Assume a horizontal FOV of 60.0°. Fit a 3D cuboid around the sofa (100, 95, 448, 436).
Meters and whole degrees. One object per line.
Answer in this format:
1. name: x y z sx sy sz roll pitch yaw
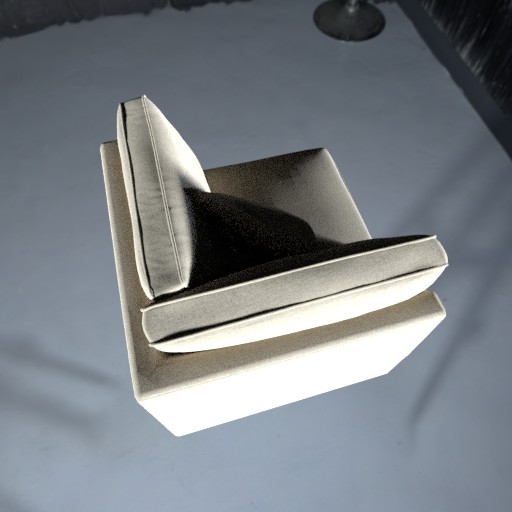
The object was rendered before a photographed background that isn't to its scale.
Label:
1. sofa: 0.000 0.000 1.960 1.084 1.002 1.146 -14 61 -8
